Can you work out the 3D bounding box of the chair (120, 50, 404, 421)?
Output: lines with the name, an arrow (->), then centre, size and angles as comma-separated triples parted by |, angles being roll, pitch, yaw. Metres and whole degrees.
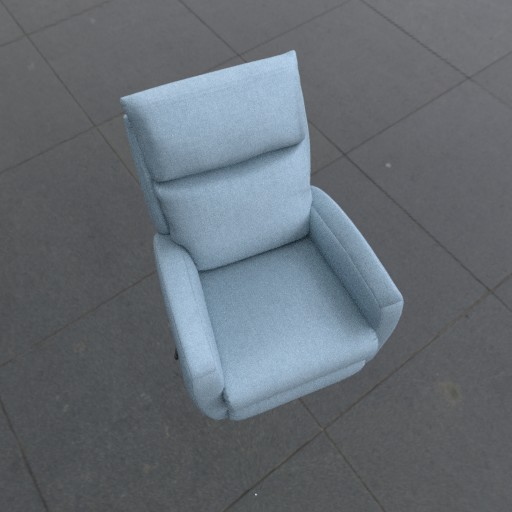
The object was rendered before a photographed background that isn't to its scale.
chair -> 0.000, 0.000, 1.647 | 0.812, 1.013, 0.940 | -19, 63, -10
